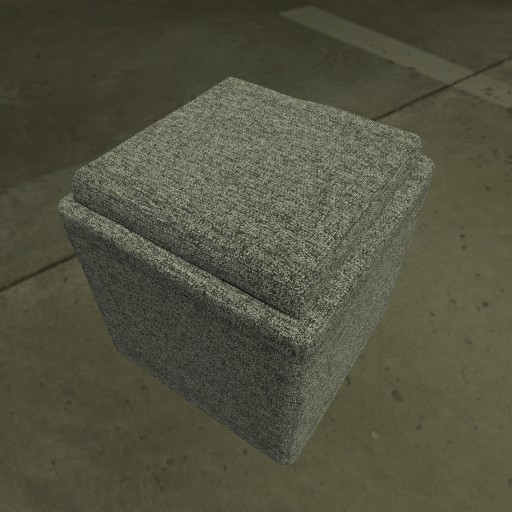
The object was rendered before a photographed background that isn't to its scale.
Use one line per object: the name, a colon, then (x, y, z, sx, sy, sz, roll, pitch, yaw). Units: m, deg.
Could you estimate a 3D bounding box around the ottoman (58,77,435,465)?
ottoman: (0.000, 0.000, 0.827, 0.450, 0.463, 0.450, 26, 52, 23)
